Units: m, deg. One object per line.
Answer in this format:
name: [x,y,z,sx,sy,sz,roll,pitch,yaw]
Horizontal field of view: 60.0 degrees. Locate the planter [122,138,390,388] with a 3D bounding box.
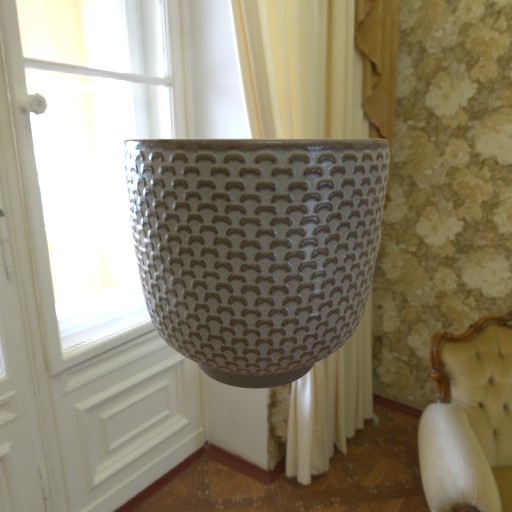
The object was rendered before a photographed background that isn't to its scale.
planter: [0.000,0.000,0.253,0.139,0.130,0.139,0,15,0]
